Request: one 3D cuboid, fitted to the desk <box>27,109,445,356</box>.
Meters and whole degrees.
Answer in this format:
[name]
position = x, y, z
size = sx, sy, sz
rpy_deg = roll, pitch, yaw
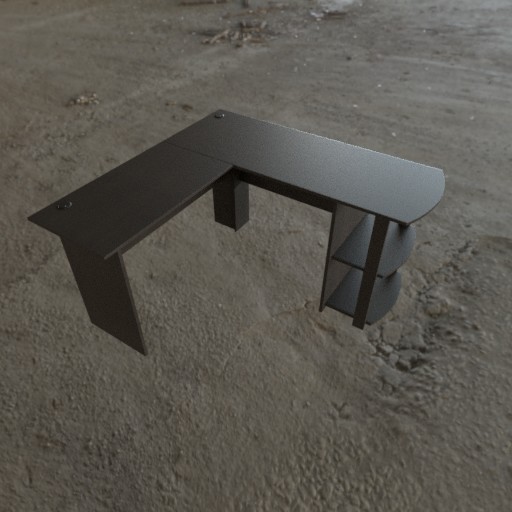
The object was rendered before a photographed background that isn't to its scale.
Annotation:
[desk]
position = 0.000, 0.000, 2.155
size = 1.361, 0.716, 1.303
rpy_deg = 23, 46, 24
